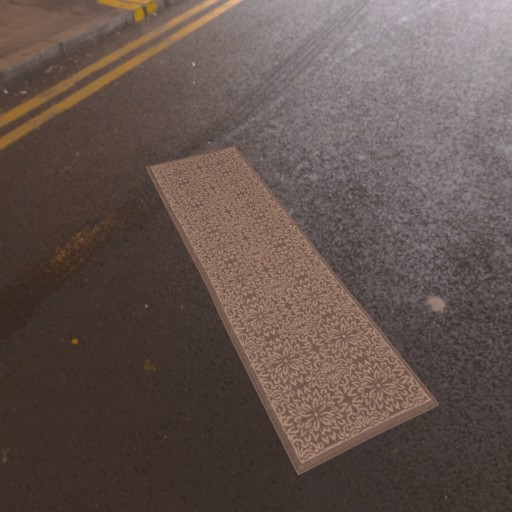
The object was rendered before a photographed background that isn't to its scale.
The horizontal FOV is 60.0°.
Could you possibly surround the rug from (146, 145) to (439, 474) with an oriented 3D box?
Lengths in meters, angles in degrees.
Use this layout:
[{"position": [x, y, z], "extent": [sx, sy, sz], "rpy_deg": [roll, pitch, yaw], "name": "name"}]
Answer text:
[{"position": [0.000, 0.000, 2.432], "extent": [0.662, 0.011, 2.196], "rpy_deg": [-18, 48, -17], "name": "rug"}]
